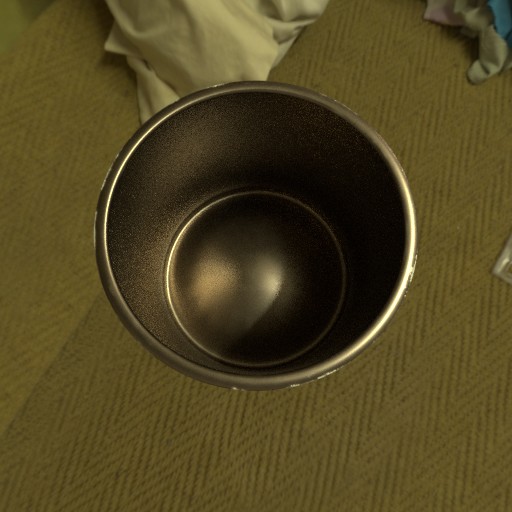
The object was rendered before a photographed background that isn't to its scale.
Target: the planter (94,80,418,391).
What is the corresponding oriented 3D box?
[{"bbox_3d":[0.000,0.000,0.445,0.254,0.221,0.254,0,76,0],"label":"planter"}]
